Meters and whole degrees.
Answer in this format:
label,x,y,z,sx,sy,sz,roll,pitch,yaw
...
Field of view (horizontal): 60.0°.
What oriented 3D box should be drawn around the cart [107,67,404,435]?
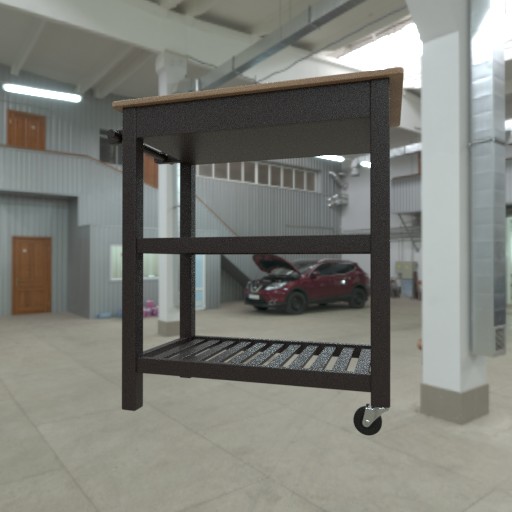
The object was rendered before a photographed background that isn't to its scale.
label,x,y,z,sx,sy,sz,roll,pitch,yaw
cart,0.000,0.000,1.436,0.899,0.927,0.457,0,-1,17
